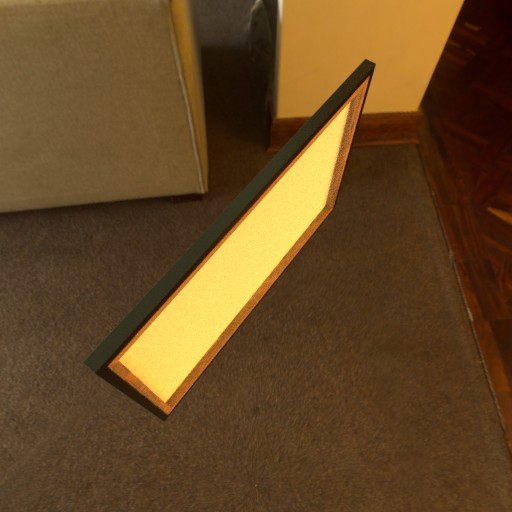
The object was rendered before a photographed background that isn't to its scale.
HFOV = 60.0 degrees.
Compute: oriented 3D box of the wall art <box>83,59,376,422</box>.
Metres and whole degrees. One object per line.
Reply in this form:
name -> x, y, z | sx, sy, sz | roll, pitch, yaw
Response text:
wall art -> 0.000, 0.000, 0.841 | 0.022, 0.446, 0.659 | 34, 68, 16
